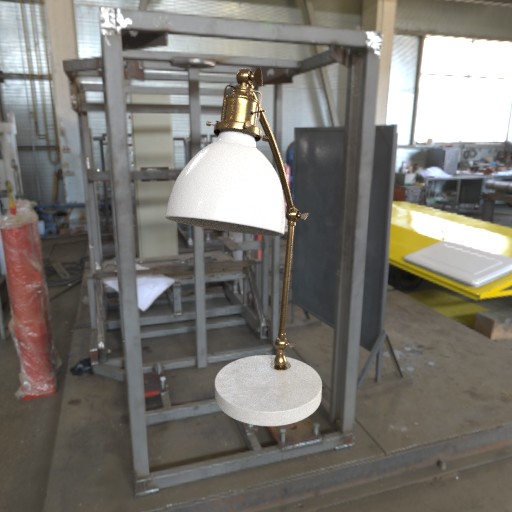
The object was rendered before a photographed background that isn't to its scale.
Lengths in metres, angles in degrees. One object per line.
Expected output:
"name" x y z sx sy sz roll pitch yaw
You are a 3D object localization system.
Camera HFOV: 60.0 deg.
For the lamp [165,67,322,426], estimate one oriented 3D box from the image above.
"lamp" 0.000 0.000 0.670 0.186 0.522 0.317 7 17 26
